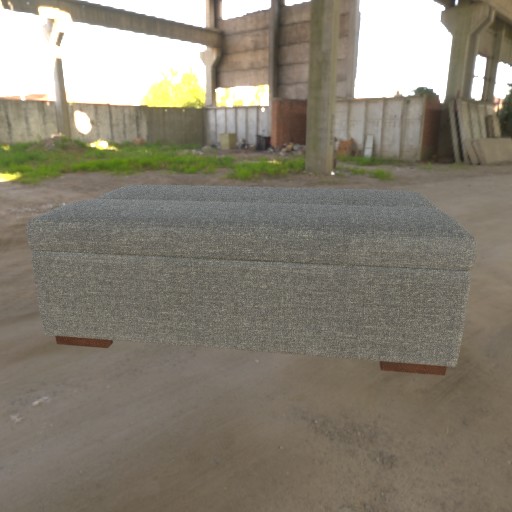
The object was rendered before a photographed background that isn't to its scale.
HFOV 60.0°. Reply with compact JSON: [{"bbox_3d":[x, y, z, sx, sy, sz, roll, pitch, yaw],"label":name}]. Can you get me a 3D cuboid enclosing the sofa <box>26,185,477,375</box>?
[{"bbox_3d":[0.000,0.000,1.567,1.198,0.417,0.782,3,17,9],"label":"sofa"}]
